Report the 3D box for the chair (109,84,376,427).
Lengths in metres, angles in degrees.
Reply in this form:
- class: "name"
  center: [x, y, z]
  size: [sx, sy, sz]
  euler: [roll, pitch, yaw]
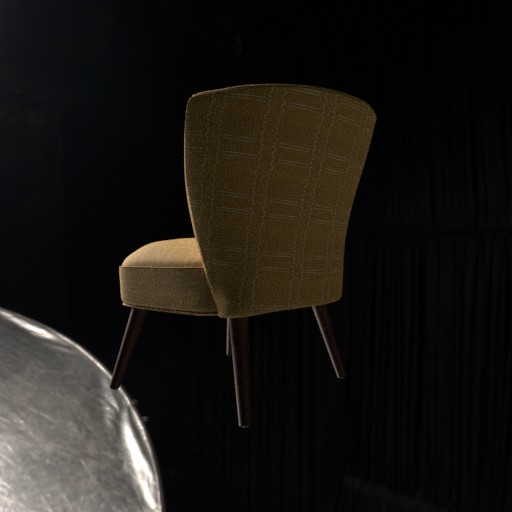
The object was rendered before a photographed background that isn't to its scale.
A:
- class: "chair"
  center: [0.000, 0.000, 1.437]
  size: [0.758, 0.866, 0.706]
  euler: [1, 1, 37]
